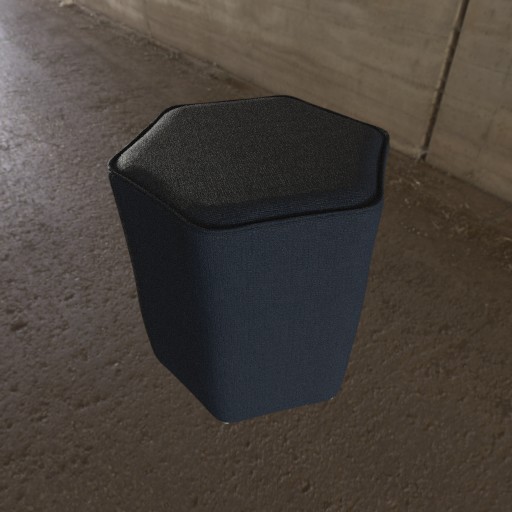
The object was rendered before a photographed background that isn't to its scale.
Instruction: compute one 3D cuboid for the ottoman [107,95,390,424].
[{"bbox_3d":[0.000,0.000,0.903,0.454,0.505,0.492,13,42,15],"label":"ottoman"}]
